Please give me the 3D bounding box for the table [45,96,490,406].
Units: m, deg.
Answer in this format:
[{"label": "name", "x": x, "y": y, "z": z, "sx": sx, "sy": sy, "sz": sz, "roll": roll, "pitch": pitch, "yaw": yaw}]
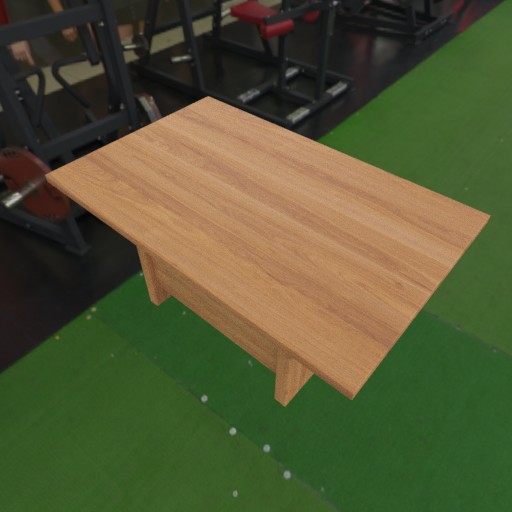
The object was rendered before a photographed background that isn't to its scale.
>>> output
[{"label": "table", "x": 0.000, "y": 0.000, "z": 1.466, "sx": 1.100, "sy": 0.510, "sz": 0.700, "roll": 32, "pitch": 53, "yaw": 28}]
